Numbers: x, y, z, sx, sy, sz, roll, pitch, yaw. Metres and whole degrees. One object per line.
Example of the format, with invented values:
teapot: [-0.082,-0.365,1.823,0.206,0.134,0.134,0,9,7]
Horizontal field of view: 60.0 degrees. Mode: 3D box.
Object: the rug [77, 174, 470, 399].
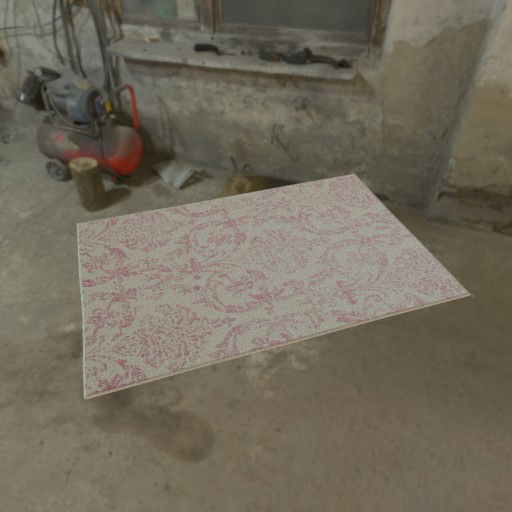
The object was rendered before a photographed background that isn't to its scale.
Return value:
rug: [0.000,0.000,2.415,1.839,0.012,1.219,-12,43,-14]
